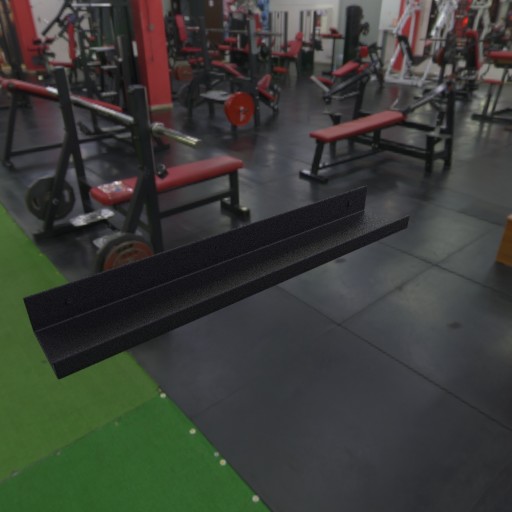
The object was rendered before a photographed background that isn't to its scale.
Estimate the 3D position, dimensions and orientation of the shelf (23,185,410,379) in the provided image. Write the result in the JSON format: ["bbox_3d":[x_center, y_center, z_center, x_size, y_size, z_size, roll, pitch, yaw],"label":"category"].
[{"bbox_3d":[0.000,0.000,0.653,0.605,0.053,0.102,-21,35,-32],"label":"shelf"}]
